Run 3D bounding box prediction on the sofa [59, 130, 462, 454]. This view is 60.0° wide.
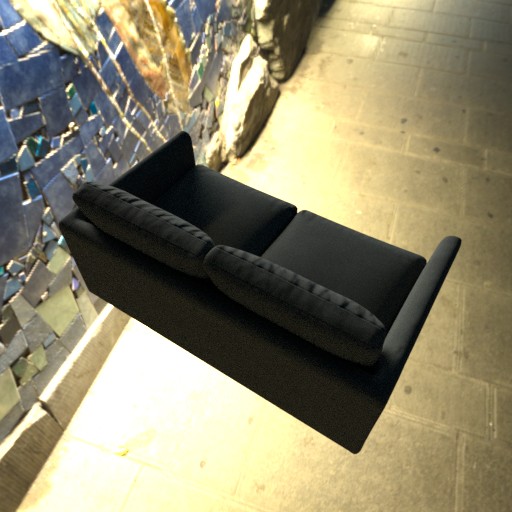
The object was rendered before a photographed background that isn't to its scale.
[{"bbox_3d":[0.000,0.000,2.526,1.909,0.845,1.091,26,53,21],"label":"sofa"}]
